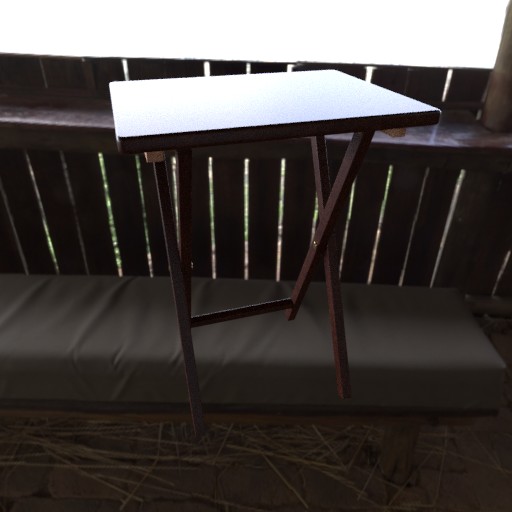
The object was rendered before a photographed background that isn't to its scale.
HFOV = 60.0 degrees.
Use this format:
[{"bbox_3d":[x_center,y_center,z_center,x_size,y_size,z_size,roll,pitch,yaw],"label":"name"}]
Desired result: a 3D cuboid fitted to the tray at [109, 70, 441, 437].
[{"bbox_3d":[0.000,0.000,0.943,0.483,0.660,0.381,-9,33,-14],"label":"tray"}]
